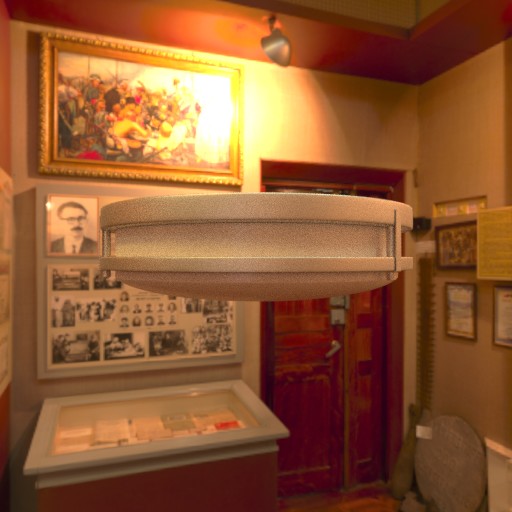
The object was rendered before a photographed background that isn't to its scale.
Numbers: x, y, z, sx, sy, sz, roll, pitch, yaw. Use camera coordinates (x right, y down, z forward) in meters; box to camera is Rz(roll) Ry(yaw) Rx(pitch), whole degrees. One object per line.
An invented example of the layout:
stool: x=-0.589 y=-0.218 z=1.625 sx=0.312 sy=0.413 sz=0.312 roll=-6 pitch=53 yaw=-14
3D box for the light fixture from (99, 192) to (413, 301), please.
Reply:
light fixture: x=0.000 y=0.000 z=0.533 sx=0.356 sy=0.102 sz=0.356 roll=0 pitch=0 yaw=0
